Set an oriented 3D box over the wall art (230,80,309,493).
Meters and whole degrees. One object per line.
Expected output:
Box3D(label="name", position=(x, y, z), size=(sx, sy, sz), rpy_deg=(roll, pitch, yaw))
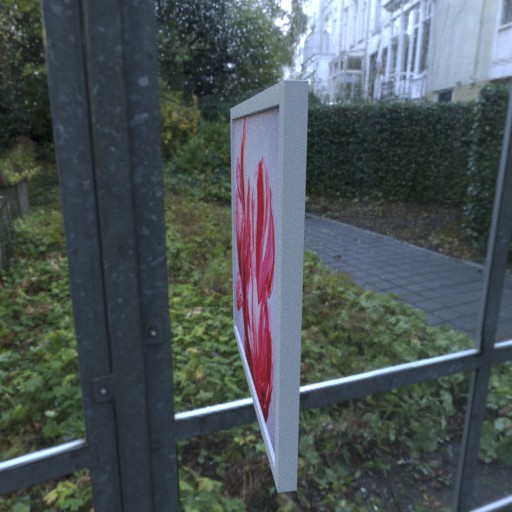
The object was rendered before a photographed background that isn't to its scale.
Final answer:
Box3D(label="wall art", position=(0.000, 0.000, 0.679), size=(0.023, 0.453, 0.455), rpy_deg=(-2, 15, -9))
